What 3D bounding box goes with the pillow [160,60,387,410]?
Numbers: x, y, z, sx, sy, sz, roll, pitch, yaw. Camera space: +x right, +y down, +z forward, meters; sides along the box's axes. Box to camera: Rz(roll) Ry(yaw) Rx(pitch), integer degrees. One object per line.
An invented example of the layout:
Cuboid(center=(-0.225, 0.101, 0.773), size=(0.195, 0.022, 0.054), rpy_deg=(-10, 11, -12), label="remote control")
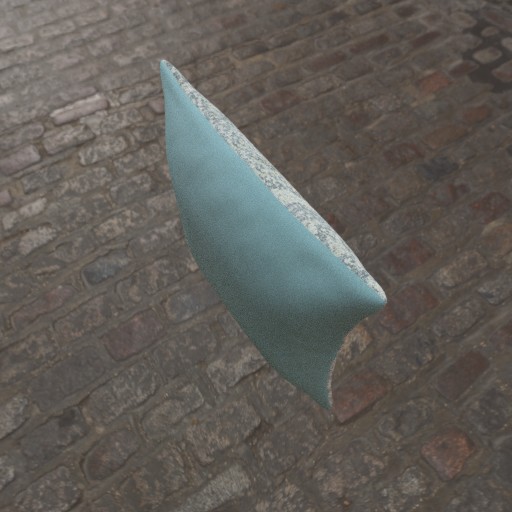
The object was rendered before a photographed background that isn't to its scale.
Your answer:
Cuboid(center=(0.000, 0.000, 0.812), size=(0.166, 0.507, 0.526), rpy_deg=(-30, 62, -17), label="pillow")
